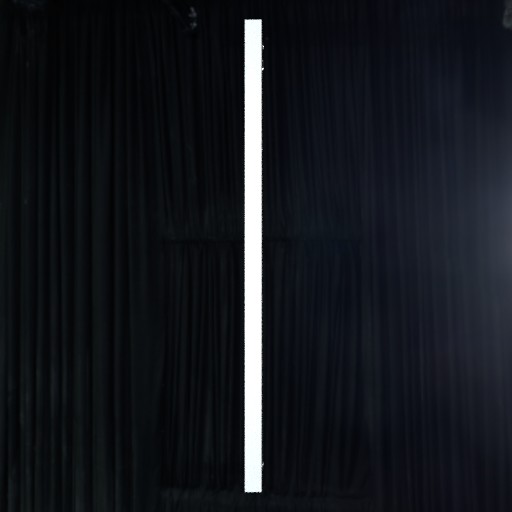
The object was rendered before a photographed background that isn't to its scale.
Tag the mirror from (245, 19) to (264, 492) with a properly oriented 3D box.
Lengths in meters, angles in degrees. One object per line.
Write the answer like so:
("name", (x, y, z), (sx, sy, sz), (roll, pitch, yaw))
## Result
("mirror", (0.000, 0.000, 1.334), (0.040, 1.016, 0.762), (0, 0, 1))
